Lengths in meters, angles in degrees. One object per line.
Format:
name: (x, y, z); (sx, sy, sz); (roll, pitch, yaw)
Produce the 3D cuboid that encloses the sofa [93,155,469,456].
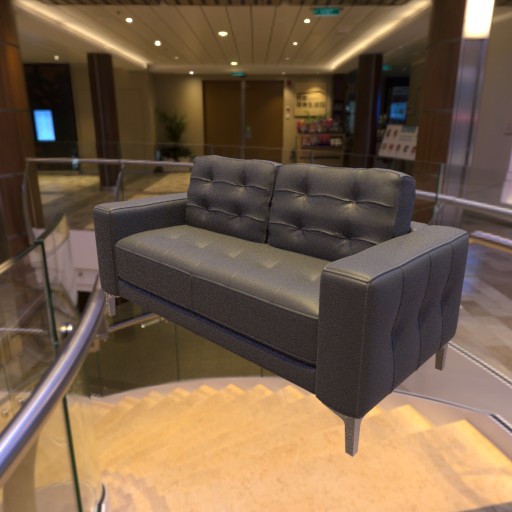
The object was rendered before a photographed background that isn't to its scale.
sofa: (0.000, 0.000, 2.169); (1.726, 0.893, 0.833); (16, 23, 41)
